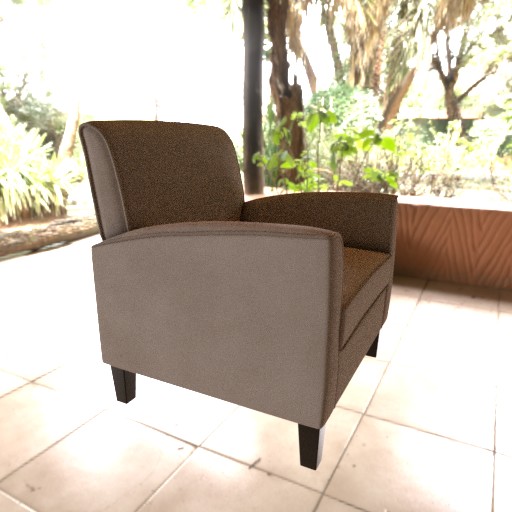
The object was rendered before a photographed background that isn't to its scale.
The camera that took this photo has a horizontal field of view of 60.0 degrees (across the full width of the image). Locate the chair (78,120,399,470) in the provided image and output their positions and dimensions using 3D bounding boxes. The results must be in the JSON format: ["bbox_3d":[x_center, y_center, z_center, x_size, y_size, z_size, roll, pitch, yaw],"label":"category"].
[{"bbox_3d":[0.000,0.000,1.547,0.820,0.915,0.820,8,17,26],"label":"chair"}]
